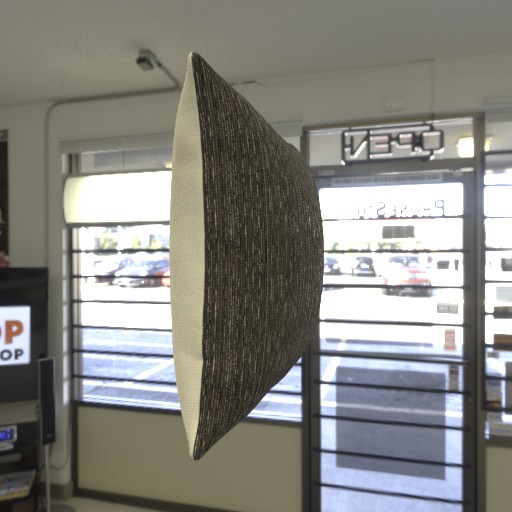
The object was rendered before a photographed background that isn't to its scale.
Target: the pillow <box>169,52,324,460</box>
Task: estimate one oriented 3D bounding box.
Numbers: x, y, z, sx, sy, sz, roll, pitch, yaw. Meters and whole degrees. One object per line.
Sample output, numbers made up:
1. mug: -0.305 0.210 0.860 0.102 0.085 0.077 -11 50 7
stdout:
1. pillow: 0.000 0.000 0.668 0.196 0.434 0.433 0 1 18
